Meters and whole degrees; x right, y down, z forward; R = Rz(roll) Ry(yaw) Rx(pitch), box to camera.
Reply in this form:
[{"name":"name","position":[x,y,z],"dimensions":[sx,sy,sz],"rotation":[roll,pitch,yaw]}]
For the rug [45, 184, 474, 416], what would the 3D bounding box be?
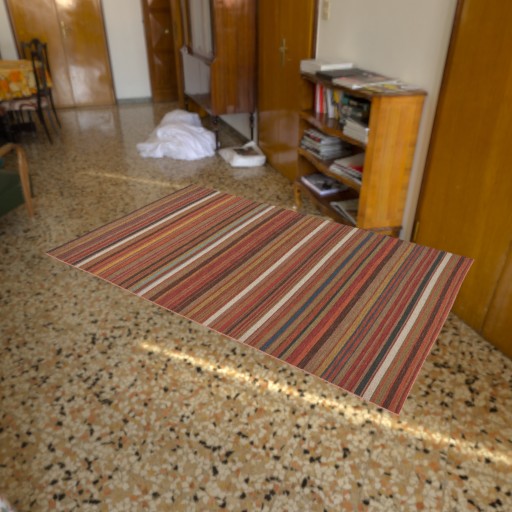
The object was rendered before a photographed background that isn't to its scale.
[{"name":"rug","position":[0.000,0.000,2.957],"dimensions":[2.438,0.008,1.523],"rotation":[19,35,29]}]
